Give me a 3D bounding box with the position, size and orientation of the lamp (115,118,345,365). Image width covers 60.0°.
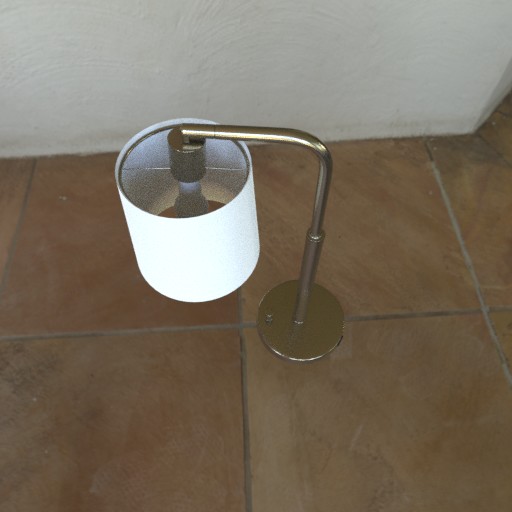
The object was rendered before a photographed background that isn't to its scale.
[{"bbox_3d":[0.000,0.000,0.644,0.333,0.489,0.171,0,58,0],"label":"lamp"}]
